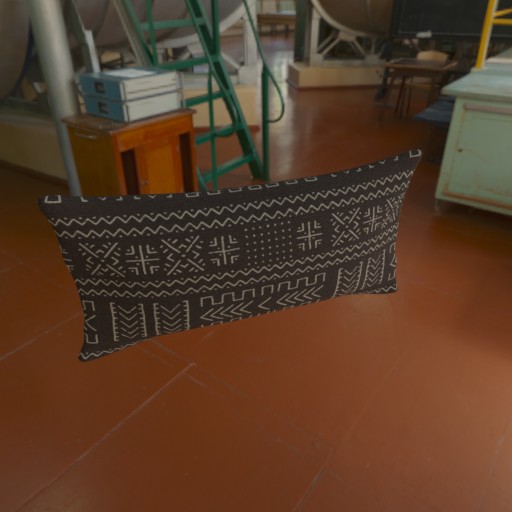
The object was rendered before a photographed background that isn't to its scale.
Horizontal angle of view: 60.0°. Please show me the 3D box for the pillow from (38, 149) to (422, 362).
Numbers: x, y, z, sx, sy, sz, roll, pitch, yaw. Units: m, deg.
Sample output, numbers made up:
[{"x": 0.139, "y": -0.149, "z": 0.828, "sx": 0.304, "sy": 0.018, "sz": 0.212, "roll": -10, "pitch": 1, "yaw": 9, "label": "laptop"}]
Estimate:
[{"x": 0.000, "y": 0.000, "z": 0.800, "sx": 0.667, "sy": 0.322, "sz": 0.135, "roll": -10, "pitch": 33, "yaw": -16, "label": "pillow"}]
